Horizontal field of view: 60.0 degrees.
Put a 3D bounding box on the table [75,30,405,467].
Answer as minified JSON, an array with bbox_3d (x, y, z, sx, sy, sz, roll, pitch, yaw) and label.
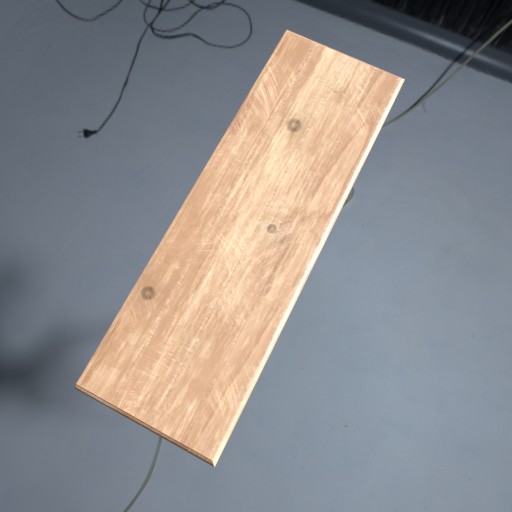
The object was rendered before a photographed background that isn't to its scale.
[{"bbox_3d":[0.000,0.000,1.608,0.399,0.800,1.219,26,76,7],"label":"table"}]
